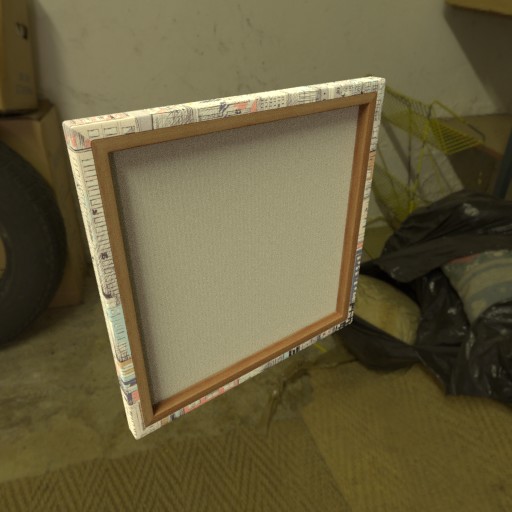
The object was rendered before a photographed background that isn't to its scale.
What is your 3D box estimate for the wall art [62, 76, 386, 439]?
[{"bbox_3d":[0.000,0.000,0.877,0.607,0.608,0.038,-21,36,-31],"label":"wall art"}]
